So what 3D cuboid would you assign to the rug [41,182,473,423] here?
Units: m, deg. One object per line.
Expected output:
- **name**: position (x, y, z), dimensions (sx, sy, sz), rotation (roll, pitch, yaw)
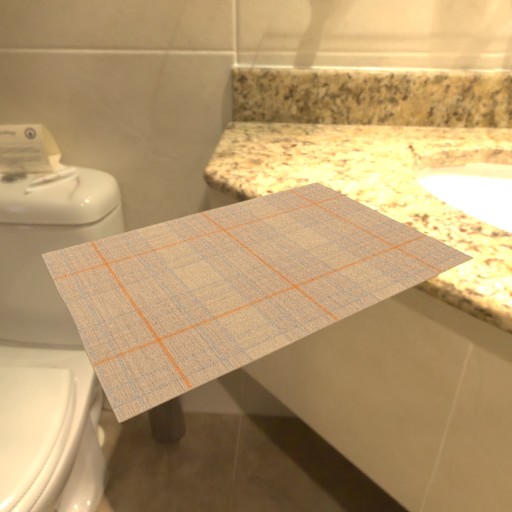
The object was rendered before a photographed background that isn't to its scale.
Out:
- **rug**: position (0.000, 0.000, 2.251), dimensions (1.825, 0.015, 1.232), rotation (-19, 36, -28)
